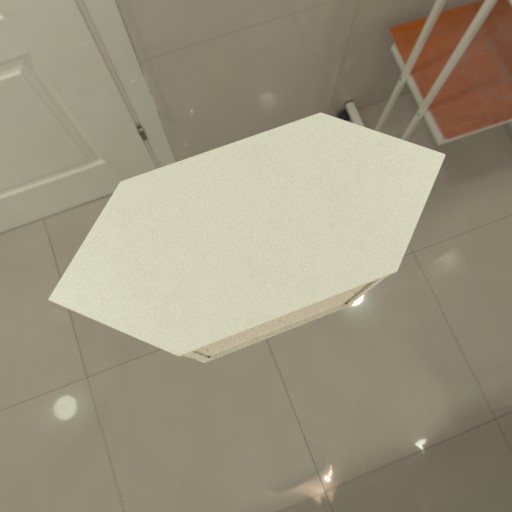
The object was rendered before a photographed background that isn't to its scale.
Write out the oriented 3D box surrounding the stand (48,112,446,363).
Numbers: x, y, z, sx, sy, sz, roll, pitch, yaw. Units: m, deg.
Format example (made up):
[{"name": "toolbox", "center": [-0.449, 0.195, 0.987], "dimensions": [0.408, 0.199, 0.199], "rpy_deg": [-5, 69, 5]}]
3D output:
[{"name": "stand", "center": [0.000, 0.000, 1.410], "dimensions": [1.072, 0.614, 0.477], "rpy_deg": [-20, 76, -5]}]
